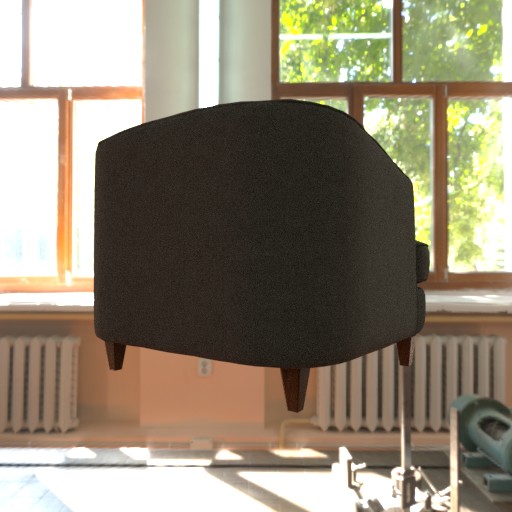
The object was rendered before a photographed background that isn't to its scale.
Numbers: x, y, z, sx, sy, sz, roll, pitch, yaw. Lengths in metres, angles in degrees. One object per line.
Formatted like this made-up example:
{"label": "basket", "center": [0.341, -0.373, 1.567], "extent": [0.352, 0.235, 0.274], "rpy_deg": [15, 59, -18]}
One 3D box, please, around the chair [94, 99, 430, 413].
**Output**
{"label": "chair", "center": [0.000, 0.000, 1.724], "extent": [1.104, 0.852, 0.941], "rpy_deg": [-1, -1, 36]}
